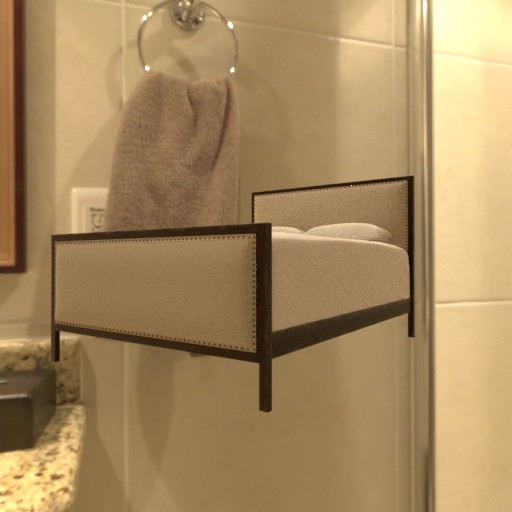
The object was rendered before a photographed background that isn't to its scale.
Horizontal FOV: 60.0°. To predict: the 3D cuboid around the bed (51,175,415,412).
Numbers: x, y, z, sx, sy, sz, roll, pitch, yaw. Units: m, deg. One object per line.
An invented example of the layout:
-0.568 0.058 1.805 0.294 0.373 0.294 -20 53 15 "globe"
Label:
0.000 0.000 3.165 1.607 1.313 2.221 0 -1 35 "bed"
